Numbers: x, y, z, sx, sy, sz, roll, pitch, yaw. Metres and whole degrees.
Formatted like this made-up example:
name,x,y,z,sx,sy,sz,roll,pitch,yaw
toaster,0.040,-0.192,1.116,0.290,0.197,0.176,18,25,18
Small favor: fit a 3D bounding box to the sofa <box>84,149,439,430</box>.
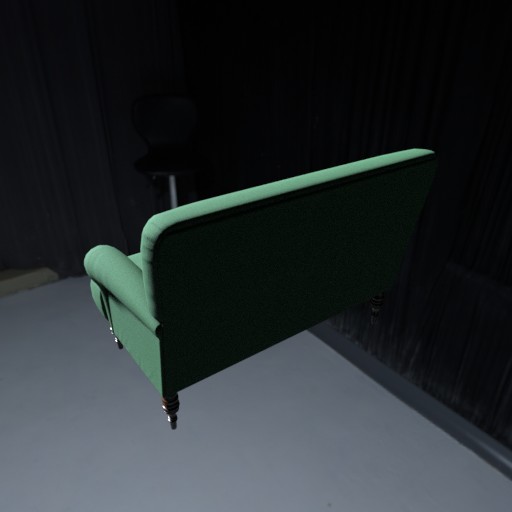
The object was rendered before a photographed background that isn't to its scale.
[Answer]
name,x,y,z,sx,sy,sz,roll,pitch,yaw
sofa,0.000,0.000,1.860,1.297,0.889,0.779,-19,35,-30
